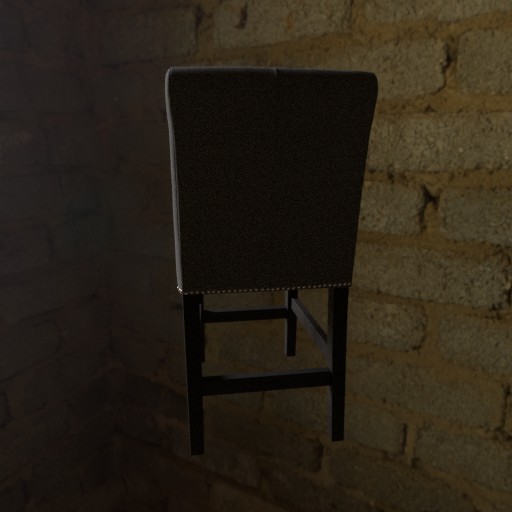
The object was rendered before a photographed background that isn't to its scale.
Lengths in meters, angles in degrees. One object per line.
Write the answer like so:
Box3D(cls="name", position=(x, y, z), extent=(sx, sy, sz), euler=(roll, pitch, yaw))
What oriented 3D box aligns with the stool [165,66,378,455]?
Box3D(cls="stool", position=(0.000, 0.000, 1.212), extent=(0.427, 0.885, 0.571), euler=(-2, 15, -9))
